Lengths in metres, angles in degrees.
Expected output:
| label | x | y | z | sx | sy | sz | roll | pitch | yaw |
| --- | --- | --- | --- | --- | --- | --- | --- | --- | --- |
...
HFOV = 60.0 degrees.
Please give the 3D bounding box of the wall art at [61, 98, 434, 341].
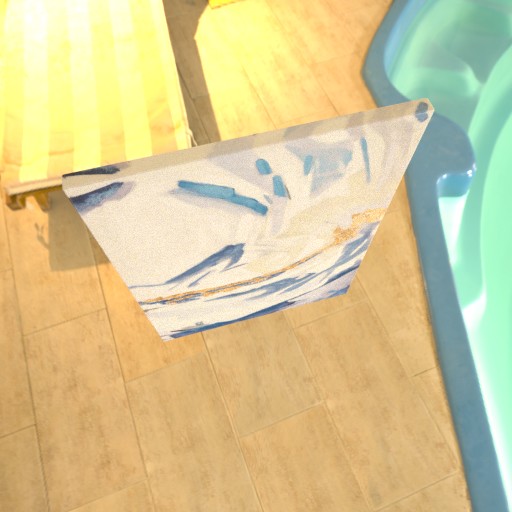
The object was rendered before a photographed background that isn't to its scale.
| label | x | y | z | sx | sy | sz | roll | pitch | yaw |
| --- | --- | --- | --- | --- | --- | --- | --- | --- | --- |
| wall art | 0.000 | 0.000 | 1.334 | 0.761 | 1.015 | 0.038 | -14 | 64 | -7 |
